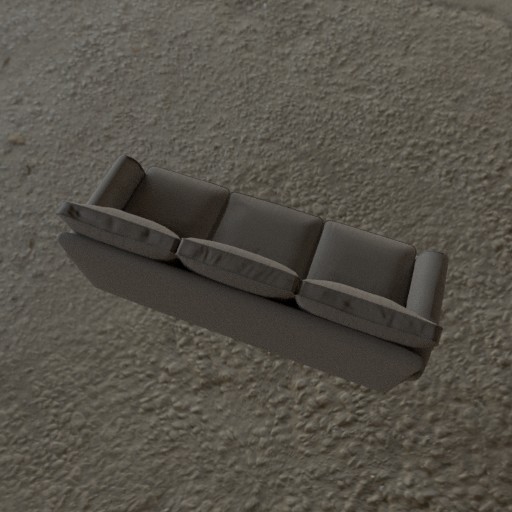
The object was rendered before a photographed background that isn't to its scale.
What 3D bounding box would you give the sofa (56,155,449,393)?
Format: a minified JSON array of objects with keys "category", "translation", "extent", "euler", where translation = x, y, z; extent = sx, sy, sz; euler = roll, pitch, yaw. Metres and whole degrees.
[{"category":"sofa","translation":[0.000,0.000,2.911],"extent":[2.353,0.948,0.966],"euler":[18,65,9]}]
